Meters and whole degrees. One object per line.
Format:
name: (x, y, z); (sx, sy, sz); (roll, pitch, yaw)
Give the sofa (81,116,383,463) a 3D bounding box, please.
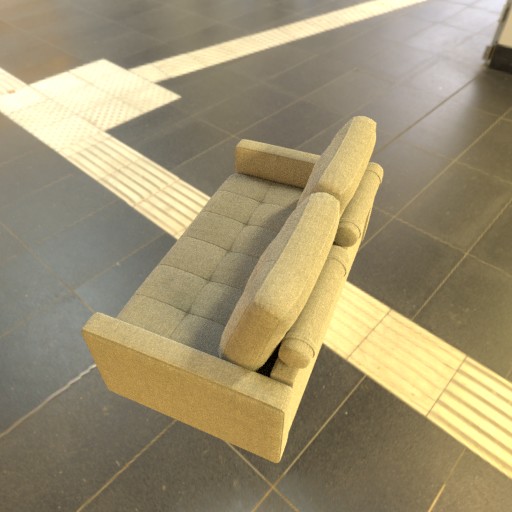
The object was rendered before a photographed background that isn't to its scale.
sofa: (0.000, 0.000, 1.994); (0.842, 0.907, 1.407); (17, 48, 16)
